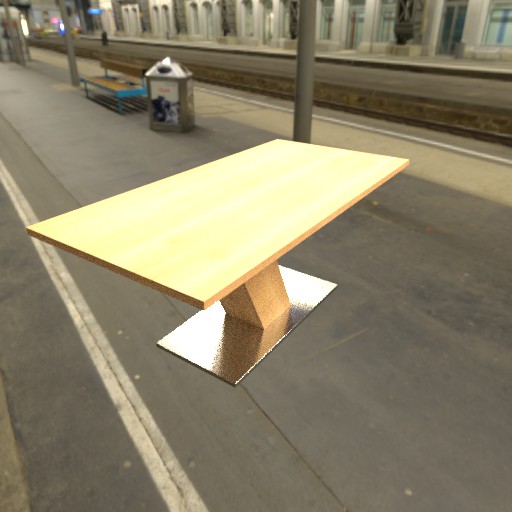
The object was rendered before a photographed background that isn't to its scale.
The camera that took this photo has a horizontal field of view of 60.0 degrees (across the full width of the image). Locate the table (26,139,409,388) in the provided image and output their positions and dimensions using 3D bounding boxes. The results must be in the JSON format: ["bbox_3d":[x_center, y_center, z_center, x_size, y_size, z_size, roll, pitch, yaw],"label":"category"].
[{"bbox_3d":[0.000,0.000,2.301,0.900,0.750,1.800,18,33,30],"label":"table"}]
